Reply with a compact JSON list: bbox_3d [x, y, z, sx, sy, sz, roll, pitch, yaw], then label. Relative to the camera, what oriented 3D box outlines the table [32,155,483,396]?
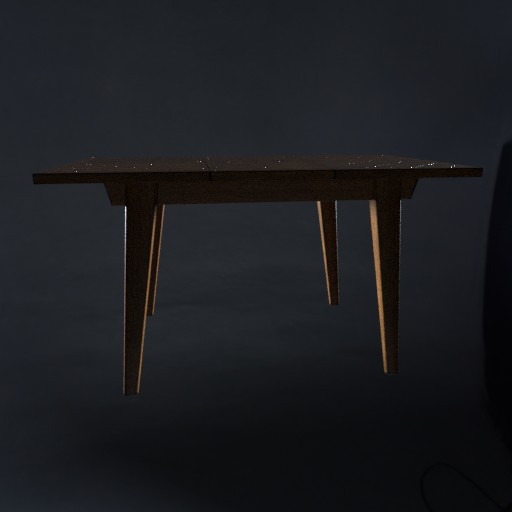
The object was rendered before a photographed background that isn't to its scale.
[{"bbox_3d":[0.000,0.000,1.824,1.400,0.760,0.757,-2,16,-8],"label":"table"}]
